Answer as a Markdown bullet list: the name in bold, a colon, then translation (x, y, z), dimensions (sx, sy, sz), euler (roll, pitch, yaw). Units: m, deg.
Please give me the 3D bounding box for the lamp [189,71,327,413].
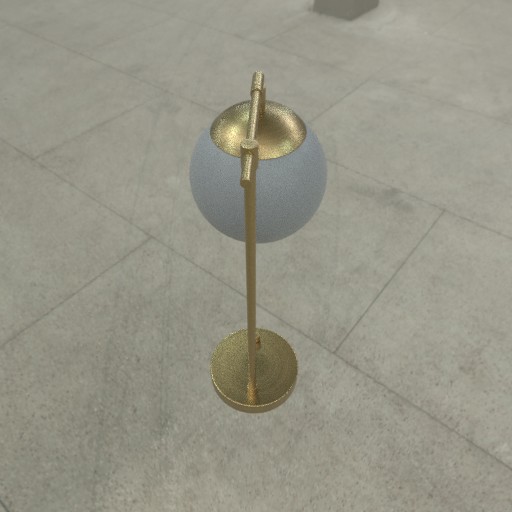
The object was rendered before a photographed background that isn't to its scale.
- **lamp**: translation (0.000, 0.000, 0.715), dimensions (0.207, 0.559, 0.324), euler (2, 47, 2)
